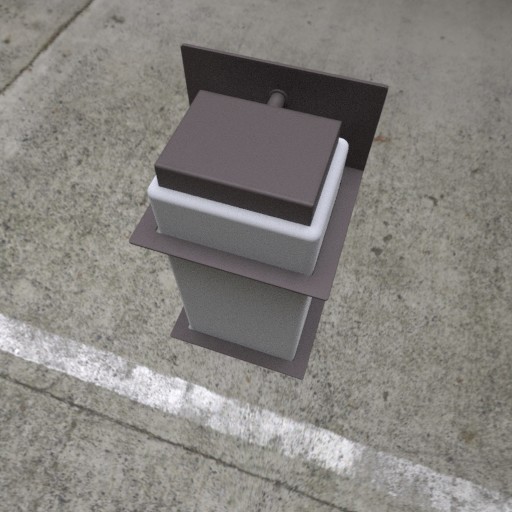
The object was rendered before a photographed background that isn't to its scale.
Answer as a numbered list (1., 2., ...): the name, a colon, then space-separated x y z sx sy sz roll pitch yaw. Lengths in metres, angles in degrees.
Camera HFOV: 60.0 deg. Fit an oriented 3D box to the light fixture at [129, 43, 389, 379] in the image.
1. light fixture: 0.000 0.000 0.433 0.153 0.347 0.146 16 60 10
